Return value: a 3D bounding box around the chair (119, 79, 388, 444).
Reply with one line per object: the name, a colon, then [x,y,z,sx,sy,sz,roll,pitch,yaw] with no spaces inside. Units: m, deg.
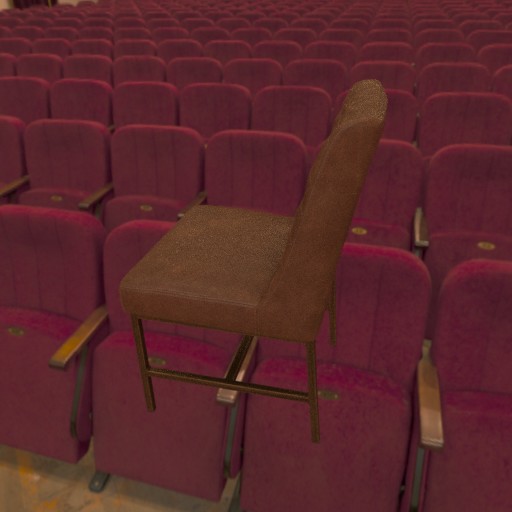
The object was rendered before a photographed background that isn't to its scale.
chair: [0.000,0.000,1.234,0.587,0.889,0.508,8,31,13]
